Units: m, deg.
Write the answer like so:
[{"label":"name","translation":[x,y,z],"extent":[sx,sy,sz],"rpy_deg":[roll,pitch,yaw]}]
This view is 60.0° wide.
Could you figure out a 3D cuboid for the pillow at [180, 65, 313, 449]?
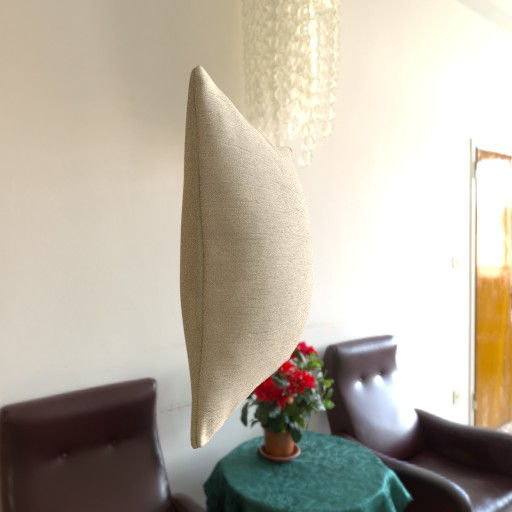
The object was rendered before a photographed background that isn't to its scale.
[{"label":"pillow","translation":[0.000,0.000,0.681],"extent":[0.162,0.420,0.437],"rpy_deg":[0,1,18]}]
